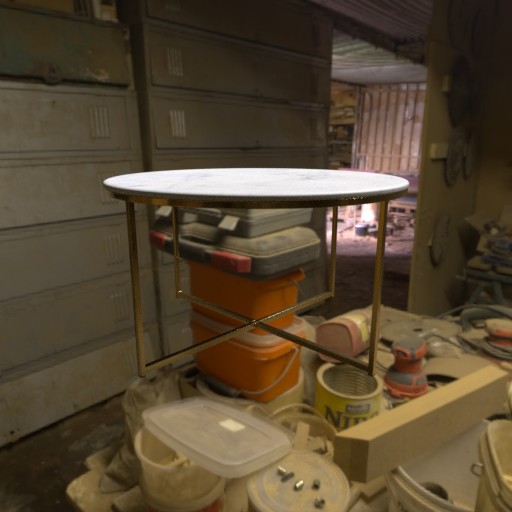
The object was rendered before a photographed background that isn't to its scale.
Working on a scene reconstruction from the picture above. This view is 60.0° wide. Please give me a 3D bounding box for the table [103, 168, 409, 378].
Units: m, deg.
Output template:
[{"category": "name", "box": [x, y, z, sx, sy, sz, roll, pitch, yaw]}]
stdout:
[{"category": "table", "box": [0.000, 0.000, 1.276, 0.800, 0.450, 0.800, 0, 15, 0]}]
